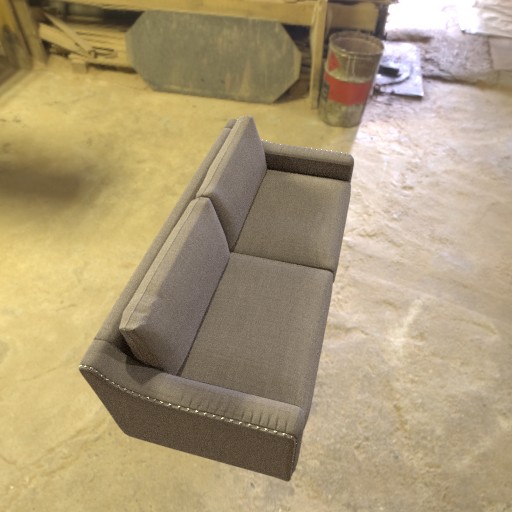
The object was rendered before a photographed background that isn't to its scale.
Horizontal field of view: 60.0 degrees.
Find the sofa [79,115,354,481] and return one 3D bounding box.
[{"bbox_3d":[0.000,0.000,2.733,1.000,0.857,2.208,11,46,10],"label":"sofa"}]
